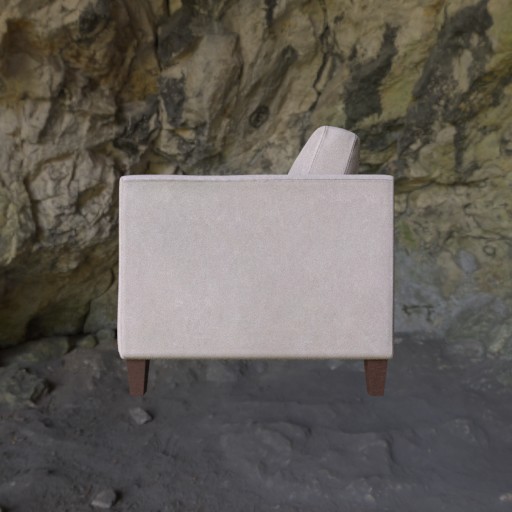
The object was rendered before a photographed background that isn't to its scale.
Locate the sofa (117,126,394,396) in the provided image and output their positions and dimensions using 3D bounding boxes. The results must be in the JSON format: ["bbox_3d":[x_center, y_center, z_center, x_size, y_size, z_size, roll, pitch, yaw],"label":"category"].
[{"bbox_3d":[0.000,0.000,2.365,0.950,0.940,1.846,0,0,0],"label":"sofa"}]
